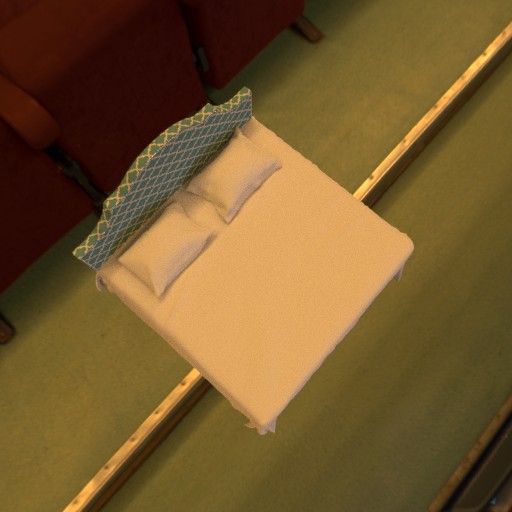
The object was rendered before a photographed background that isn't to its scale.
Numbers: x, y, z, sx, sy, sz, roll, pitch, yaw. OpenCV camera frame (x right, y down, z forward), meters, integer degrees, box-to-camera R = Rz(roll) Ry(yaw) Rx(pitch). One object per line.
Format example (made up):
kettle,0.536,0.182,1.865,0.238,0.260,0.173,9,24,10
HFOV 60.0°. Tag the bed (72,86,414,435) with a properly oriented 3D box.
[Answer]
bed,0.000,0.000,3.786,2.222,1.601,2.314,41,78,10
